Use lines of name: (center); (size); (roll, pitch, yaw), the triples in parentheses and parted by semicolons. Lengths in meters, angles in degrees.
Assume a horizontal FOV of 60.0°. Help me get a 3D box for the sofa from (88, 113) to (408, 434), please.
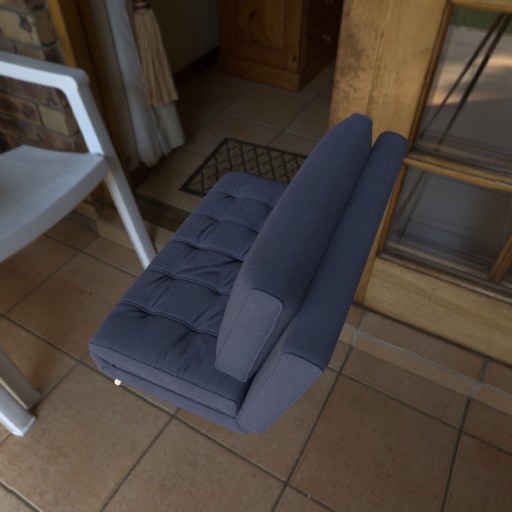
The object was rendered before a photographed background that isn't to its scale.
sofa: (0.000, 0.000, 1.867); (0.910, 0.910, 1.220); (17, 48, 16)
